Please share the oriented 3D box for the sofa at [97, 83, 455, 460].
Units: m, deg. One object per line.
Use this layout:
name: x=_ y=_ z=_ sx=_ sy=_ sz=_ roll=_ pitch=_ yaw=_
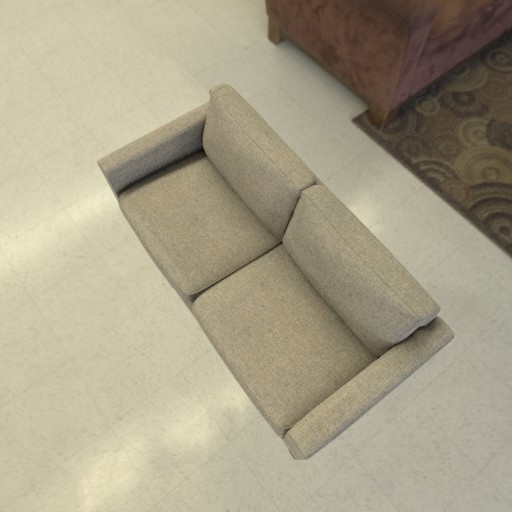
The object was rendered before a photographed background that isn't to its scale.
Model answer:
sofa: x=0.000 y=0.000 z=2.506 sx=0.969 sy=0.892 sz=1.978 roll=-33 pitch=69 yaw=-14
